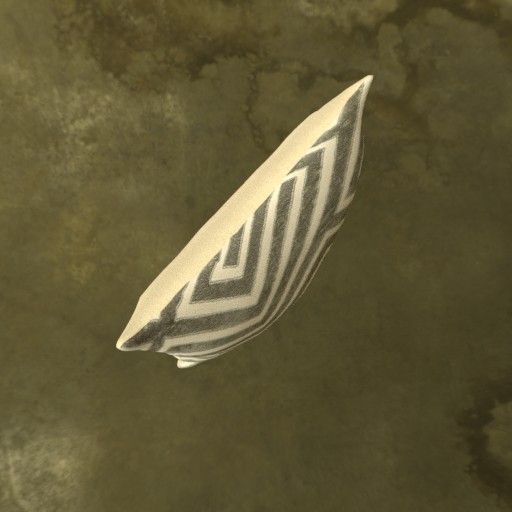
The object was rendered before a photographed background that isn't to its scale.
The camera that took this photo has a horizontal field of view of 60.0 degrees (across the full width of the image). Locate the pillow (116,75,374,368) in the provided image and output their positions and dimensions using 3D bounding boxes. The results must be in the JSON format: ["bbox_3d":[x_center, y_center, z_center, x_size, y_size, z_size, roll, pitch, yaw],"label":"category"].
[{"bbox_3d":[0.000,0.000,0.692,0.182,0.441,0.440,39,78,10],"label":"pillow"}]
